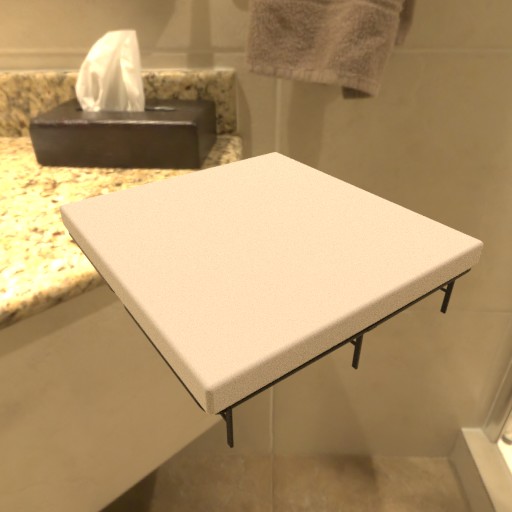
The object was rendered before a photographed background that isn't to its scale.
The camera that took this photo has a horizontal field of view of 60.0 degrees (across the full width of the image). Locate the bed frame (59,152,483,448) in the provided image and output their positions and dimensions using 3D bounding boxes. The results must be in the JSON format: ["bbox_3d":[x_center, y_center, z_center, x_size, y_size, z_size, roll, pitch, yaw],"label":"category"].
[{"bbox_3d":[0.000,0.000,3.007,1.935,0.525,2.033,-21,38,-30],"label":"bed frame"}]
